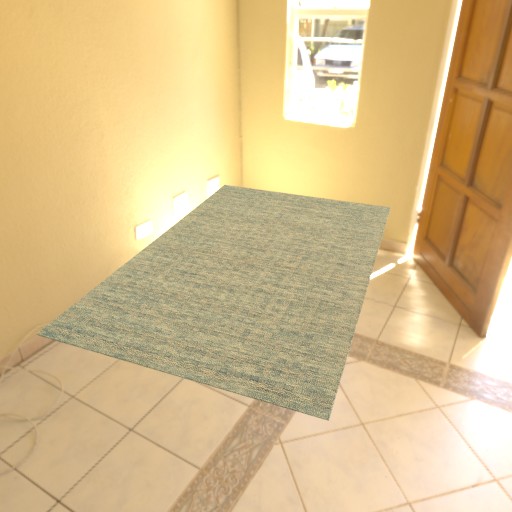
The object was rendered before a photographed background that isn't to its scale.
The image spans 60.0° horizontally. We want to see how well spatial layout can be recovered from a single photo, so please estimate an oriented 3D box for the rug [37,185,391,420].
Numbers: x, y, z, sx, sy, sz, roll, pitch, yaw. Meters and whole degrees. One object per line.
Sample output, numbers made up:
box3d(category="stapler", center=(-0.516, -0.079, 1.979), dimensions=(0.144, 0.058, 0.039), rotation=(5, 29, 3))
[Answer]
box3d(category="rug", center=(0.000, 0.000, 2.243), dimensions=(1.142, 0.006, 1.752), rotation=(11, 31, 18))
